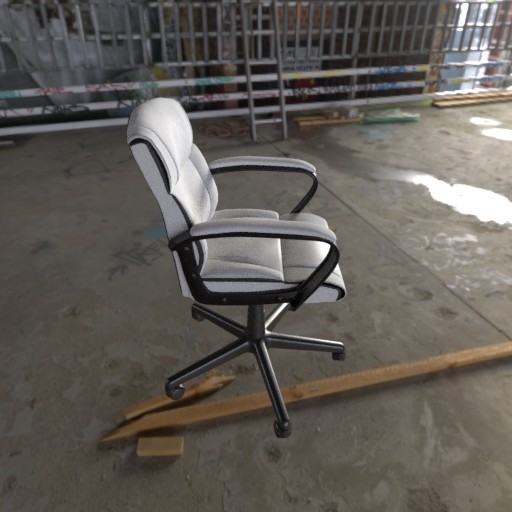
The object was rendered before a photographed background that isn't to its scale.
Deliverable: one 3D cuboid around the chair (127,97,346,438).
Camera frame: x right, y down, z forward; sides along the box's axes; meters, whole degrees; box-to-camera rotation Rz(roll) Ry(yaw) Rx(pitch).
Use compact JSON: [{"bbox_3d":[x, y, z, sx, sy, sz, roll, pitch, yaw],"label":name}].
[{"bbox_3d":[0.000,0.000,1.524,0.717,1.004,0.739,1,32,1],"label":"chair"}]
